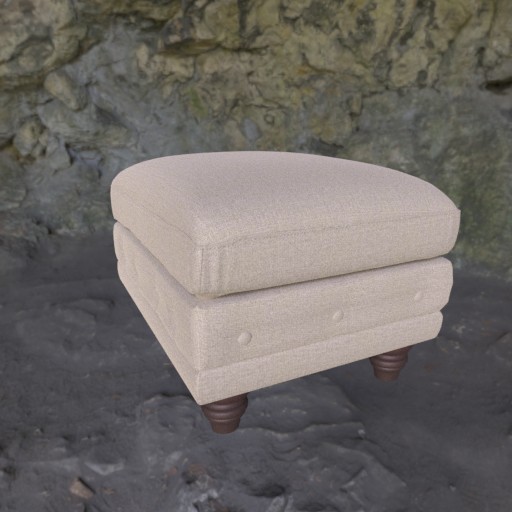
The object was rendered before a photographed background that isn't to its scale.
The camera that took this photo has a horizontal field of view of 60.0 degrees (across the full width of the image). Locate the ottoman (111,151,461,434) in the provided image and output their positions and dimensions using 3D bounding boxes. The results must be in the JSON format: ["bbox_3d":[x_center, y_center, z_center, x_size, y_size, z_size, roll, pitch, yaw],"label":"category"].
[{"bbox_3d":[0.000,0.000,1.029,0.541,0.463,0.684,-8,18,-25],"label":"ottoman"}]
